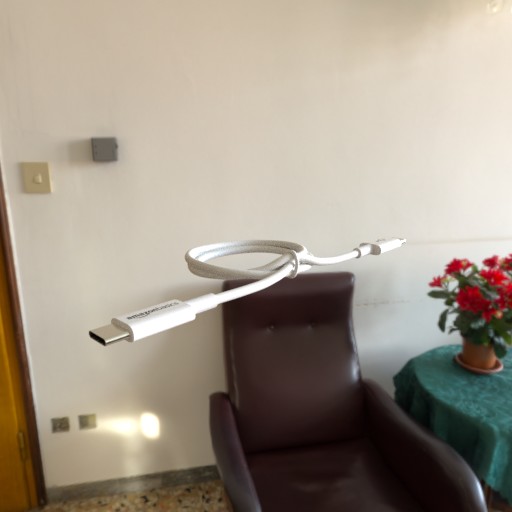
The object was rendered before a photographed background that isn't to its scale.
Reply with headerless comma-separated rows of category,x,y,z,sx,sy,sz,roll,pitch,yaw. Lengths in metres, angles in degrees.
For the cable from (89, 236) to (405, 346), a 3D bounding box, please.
cable,0.000,0.000,0.229,0.070,0.014,0.203,13,19,42
